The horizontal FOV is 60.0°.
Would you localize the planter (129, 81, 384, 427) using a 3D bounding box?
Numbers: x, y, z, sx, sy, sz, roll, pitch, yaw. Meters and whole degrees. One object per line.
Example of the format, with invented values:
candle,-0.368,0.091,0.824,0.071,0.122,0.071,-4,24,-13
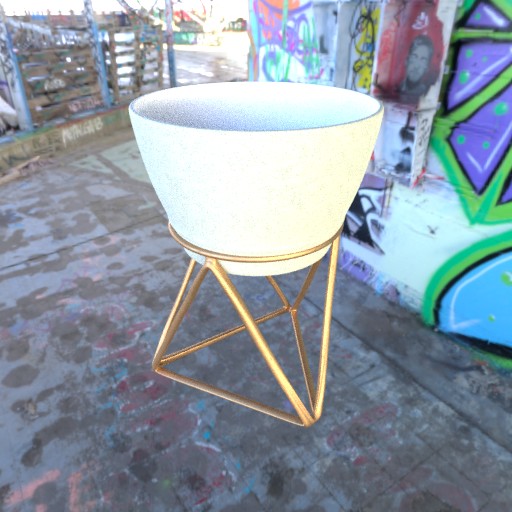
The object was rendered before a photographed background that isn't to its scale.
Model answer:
planter,0.000,0.000,0.748,0.350,0.504,0.350,-19,35,-29
